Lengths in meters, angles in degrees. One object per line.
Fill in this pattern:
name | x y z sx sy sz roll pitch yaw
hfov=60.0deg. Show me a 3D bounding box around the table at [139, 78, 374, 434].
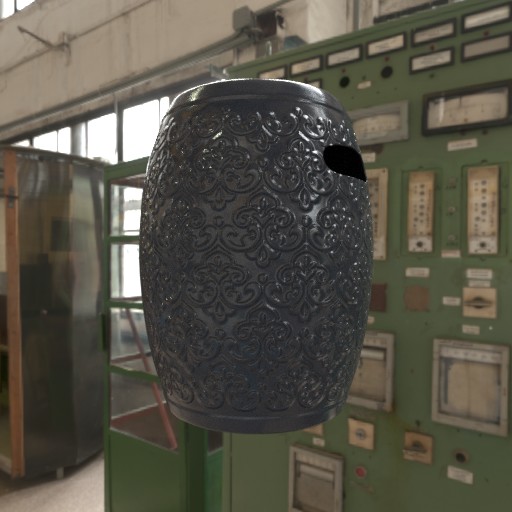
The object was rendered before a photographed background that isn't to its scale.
table | 0.000 0.000 0.604 0.309 0.397 0.309 0 0 0
